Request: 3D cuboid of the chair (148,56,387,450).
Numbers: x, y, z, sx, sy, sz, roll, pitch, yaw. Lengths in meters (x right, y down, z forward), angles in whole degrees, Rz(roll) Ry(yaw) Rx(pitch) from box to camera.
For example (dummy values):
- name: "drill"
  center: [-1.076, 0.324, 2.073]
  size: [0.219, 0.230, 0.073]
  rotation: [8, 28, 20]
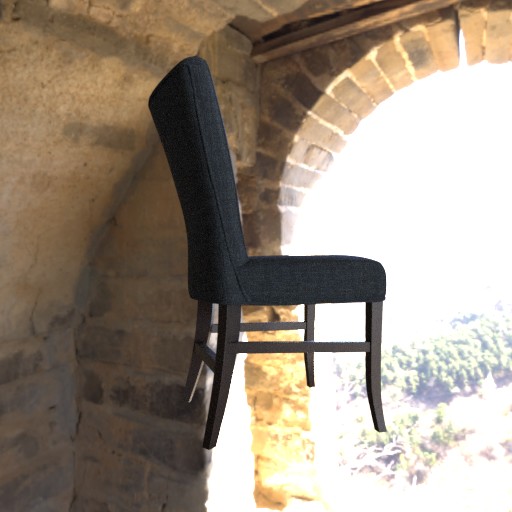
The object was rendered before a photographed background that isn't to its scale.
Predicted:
- name: "chair"
  center: [0.000, 0.000, 1.391]
  size: [0.660, 0.991, 0.520]
  rotation: [0, -1, -18]
